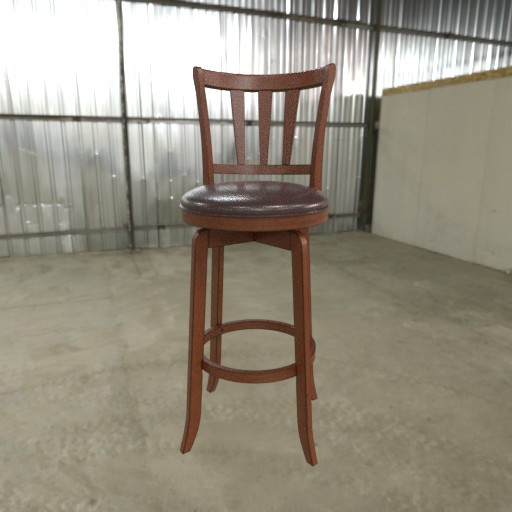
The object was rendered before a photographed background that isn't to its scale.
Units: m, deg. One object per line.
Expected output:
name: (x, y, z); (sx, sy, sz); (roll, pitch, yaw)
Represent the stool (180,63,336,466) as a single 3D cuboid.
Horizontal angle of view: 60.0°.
stool: (0.000, 0.000, 1.410); (0.464, 1.177, 0.503); (2, 15, 7)
